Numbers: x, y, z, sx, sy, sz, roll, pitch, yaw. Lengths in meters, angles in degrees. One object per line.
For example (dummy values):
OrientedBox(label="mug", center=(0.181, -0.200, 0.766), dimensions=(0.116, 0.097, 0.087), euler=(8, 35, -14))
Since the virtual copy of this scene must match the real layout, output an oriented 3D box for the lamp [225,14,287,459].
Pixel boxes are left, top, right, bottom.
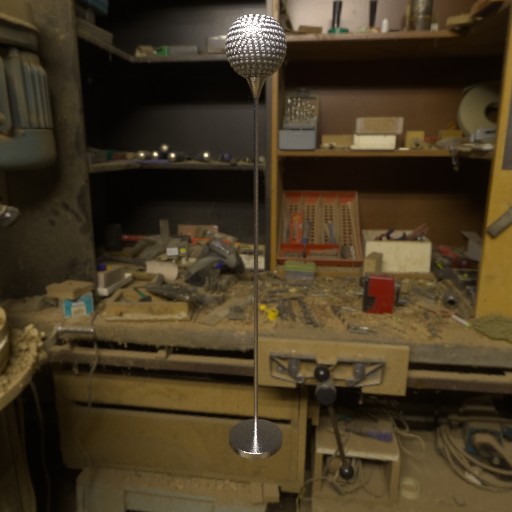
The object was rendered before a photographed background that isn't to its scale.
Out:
OrientedBox(label="lamp", center=(0.000, 0.000, 1.862), dimensions=(0.254, 1.805, 0.254), euler=(0, 15, 0))
